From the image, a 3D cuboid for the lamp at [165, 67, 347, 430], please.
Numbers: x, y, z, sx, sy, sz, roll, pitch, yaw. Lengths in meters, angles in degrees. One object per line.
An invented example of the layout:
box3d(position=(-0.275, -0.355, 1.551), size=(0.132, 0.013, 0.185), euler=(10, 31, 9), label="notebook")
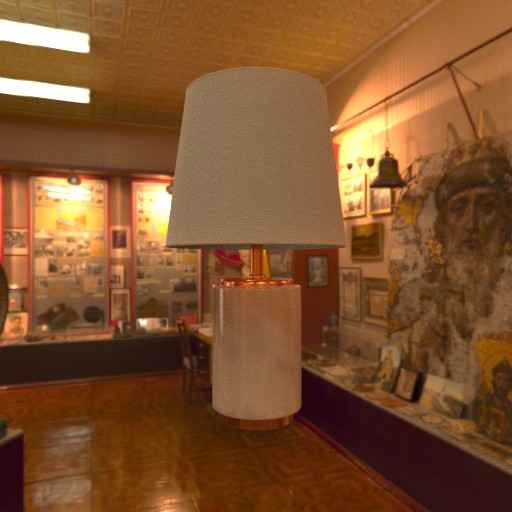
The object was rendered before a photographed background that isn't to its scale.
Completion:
box3d(position=(0.000, 0.000, 0.472), size=(0.189, 0.340, 0.189), euler=(0, -1, 0), label="lamp")
